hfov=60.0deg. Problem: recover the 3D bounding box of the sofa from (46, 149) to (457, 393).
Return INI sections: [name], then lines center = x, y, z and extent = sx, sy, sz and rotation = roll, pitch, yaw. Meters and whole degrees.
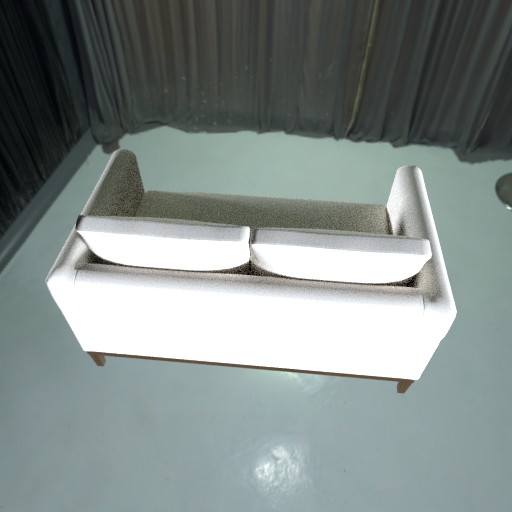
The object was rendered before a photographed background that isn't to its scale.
[sofa]
center = 0.000, 0.000, 2.149
extent = 1.598, 0.873, 0.905
rotation = 4, 48, 4
